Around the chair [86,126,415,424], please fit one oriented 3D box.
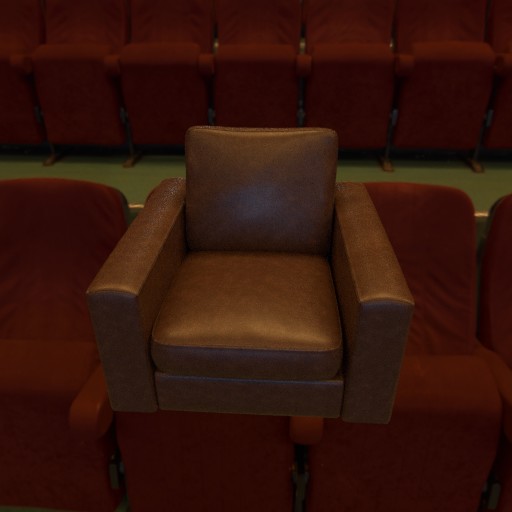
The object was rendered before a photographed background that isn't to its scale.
[{"bbox_3d":[0.000,0.000,1.786,1.005,0.873,1.016,2,30,3],"label":"chair"}]
